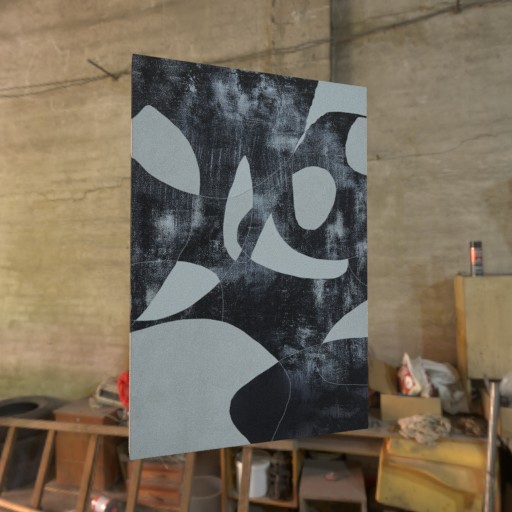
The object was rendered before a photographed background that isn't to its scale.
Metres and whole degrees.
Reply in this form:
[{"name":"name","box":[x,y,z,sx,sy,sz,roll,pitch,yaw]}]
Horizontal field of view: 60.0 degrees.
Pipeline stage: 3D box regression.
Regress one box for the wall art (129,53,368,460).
[{"name":"wall art","box":[0.000,0.000,0.746,0.407,0.610,0.039,0,-1,-18]}]
